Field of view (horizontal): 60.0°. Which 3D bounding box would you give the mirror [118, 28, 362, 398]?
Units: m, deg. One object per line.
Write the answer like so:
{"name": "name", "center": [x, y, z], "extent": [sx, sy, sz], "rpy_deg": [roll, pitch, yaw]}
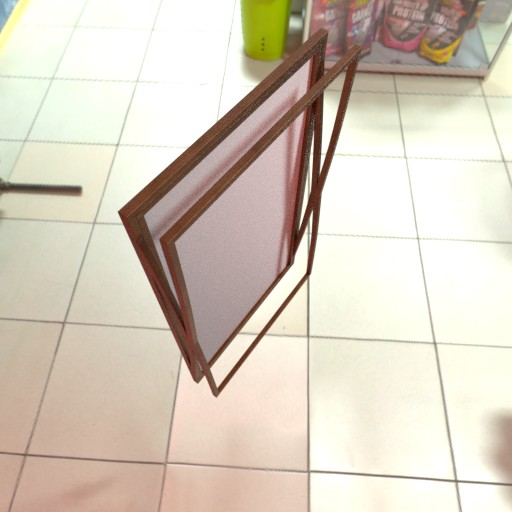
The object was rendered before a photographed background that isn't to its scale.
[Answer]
{"name": "mirror", "center": [0.000, 0.000, 0.955], "extent": [0.082, 0.768, 0.468], "rpy_deg": [32, 64, 18]}
